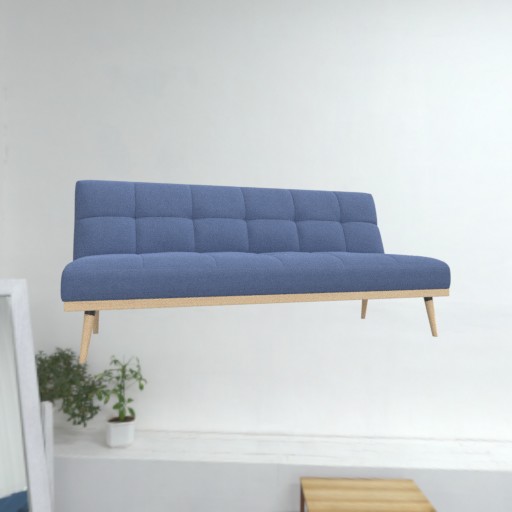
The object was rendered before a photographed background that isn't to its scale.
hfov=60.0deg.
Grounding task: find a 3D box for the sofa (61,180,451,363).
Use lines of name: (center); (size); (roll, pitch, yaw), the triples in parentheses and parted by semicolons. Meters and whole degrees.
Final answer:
sofa: (0.000, 0.000, 2.291); (1.800, 0.800, 0.796); (0, 1, -18)
